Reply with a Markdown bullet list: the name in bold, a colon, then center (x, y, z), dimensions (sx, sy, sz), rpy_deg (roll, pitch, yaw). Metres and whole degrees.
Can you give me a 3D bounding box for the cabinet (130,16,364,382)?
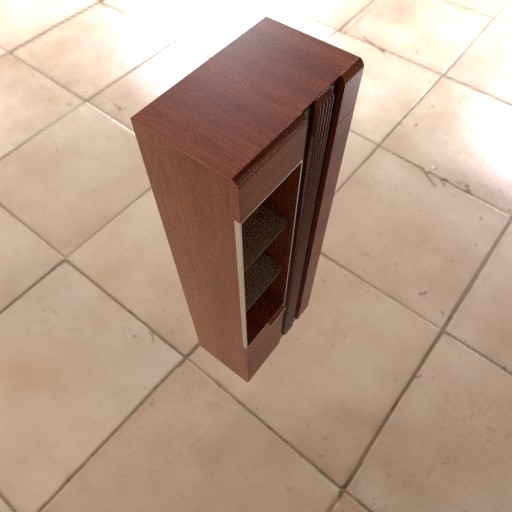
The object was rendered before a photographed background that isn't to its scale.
- **cabinet**: center (0.000, 0.000, 2.208), dimensions (0.420, 1.980, 0.660), rpy_deg (33, 64, 19)
